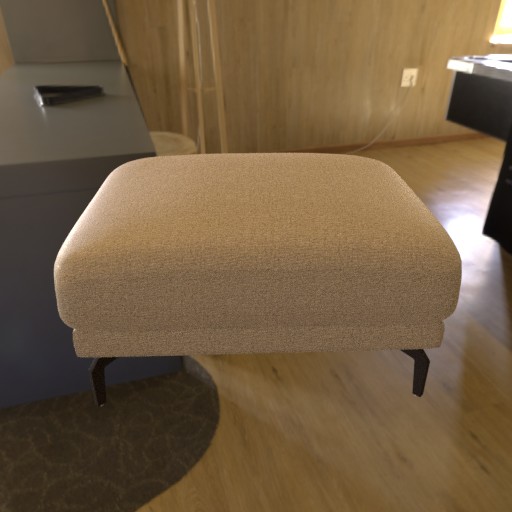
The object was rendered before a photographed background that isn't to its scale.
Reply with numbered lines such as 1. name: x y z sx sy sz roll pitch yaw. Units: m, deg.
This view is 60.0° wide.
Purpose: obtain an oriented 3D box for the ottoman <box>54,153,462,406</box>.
1. ottoman: 0.000 0.000 1.068 0.772 0.420 0.568 -1 31 -2
